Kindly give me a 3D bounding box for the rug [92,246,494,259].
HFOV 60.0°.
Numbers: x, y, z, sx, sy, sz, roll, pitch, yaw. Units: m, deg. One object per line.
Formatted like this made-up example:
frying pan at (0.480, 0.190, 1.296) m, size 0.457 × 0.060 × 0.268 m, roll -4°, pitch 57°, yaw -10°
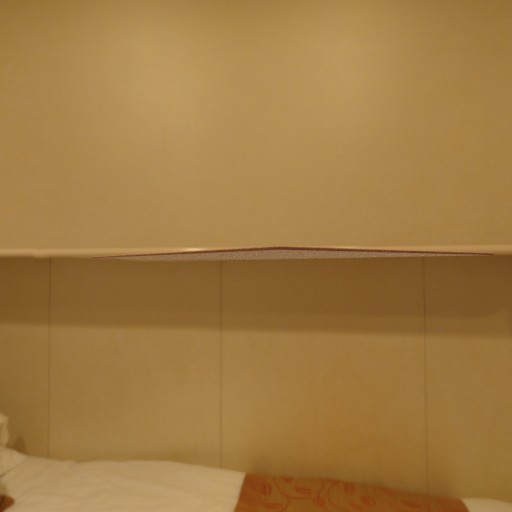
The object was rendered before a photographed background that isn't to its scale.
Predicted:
rug at (0.000, 0.000, 3.024) m, size 1.524 × 0.014 × 2.438 m, roll 1°, pitch -1°, yaw -35°
